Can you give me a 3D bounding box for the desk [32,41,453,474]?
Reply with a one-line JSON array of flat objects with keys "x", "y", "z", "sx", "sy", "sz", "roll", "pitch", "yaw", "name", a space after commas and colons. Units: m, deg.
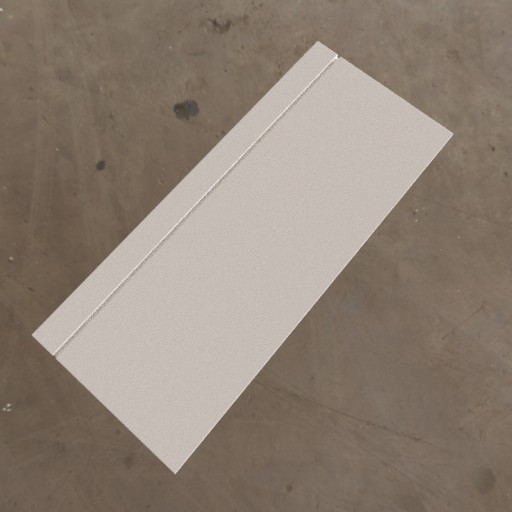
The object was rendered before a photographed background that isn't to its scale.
[{"x": 0.000, "y": 0.000, "z": 1.981, "sx": 0.670, "sy": 0.760, "sz": 1.580, "roll": 39, "pitch": 78, "yaw": 10, "name": "desk"}]
